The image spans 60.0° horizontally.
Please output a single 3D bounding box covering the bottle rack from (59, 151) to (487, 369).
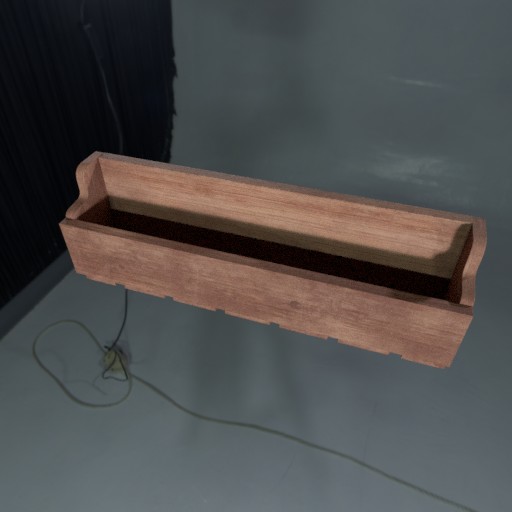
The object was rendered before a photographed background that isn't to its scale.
[{"bbox_3d":[0.000,0.000,0.689,0.608,0.196,0.126,12,42,14],"label":"bottle rack"}]
